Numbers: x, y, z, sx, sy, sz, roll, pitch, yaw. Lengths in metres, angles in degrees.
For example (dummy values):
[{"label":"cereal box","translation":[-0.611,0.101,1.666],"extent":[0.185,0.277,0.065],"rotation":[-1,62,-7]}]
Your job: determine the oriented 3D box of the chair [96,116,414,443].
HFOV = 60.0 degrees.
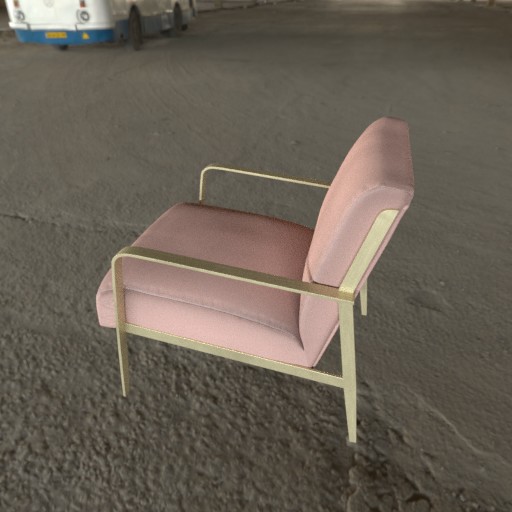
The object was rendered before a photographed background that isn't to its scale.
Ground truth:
[{"label":"chair","translation":[0.000,0.000,1.468],"extent":[0.848,0.823,0.701],"rotation":[8,32,13]}]
